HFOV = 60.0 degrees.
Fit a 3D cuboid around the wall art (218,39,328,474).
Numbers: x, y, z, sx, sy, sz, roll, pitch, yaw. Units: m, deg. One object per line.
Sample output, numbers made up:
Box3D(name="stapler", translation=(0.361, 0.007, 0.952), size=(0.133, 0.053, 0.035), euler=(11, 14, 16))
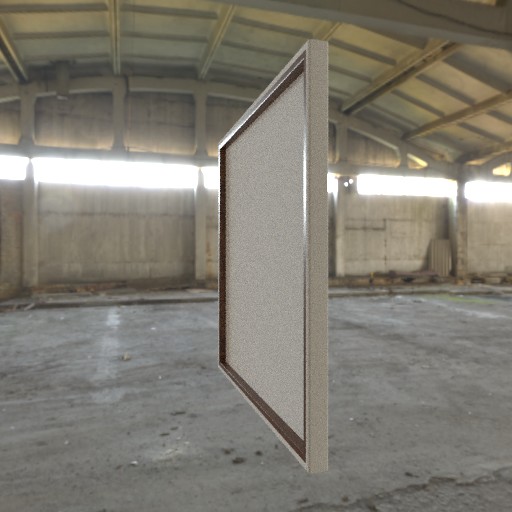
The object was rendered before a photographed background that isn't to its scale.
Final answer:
Box3D(name="wall art", translation=(0.000, 0.000, 1.136), size=(0.037, 0.757, 0.757), euler=(0, 0, -17))
